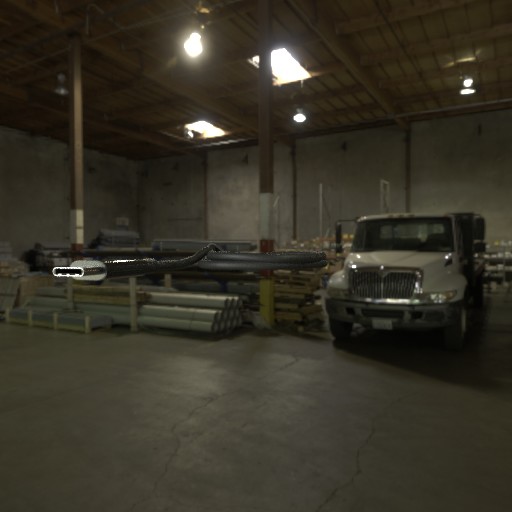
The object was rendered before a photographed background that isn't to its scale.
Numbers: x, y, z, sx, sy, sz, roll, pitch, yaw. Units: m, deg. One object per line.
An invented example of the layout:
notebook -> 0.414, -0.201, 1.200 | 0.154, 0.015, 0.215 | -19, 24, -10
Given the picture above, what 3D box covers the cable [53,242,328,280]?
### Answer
cable -> 0.000, 0.000, 0.222 | 0.070, 0.014, 0.203 | 0, 1, 17
